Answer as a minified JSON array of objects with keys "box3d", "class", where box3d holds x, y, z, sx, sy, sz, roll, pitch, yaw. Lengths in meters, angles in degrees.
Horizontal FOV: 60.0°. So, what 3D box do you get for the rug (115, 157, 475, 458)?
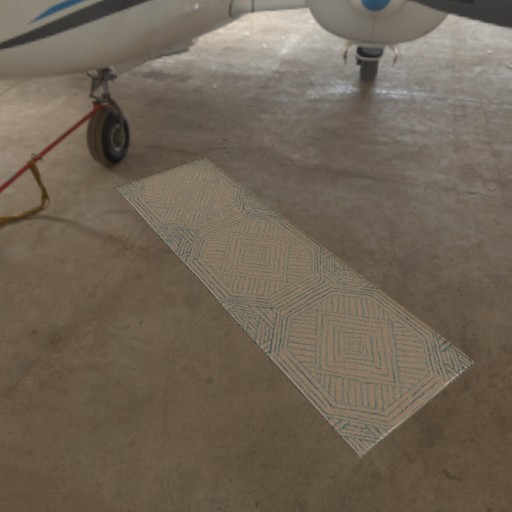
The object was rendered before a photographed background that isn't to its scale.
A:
[{"box3d":[0.000,0.000,2.663,0.775,0.012,2.452,-25,47,-26],"class":"rug"}]
